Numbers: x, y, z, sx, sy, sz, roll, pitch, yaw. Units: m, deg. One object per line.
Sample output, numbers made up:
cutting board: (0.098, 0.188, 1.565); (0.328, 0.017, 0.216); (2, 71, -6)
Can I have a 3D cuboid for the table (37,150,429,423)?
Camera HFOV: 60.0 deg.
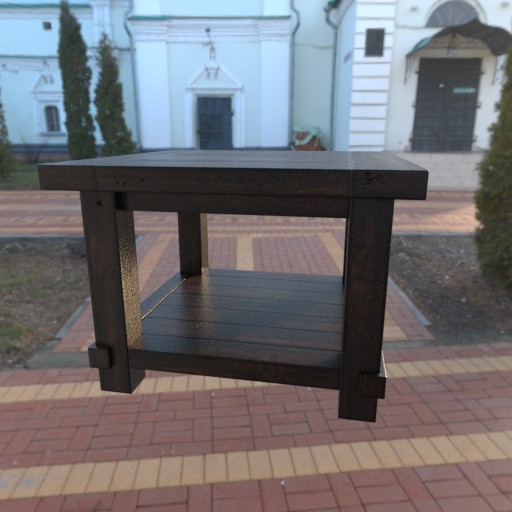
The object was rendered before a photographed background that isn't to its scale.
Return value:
table: (0.000, 0.000, 0.994); (0.593, 0.437, 0.606); (3, 16, 11)
